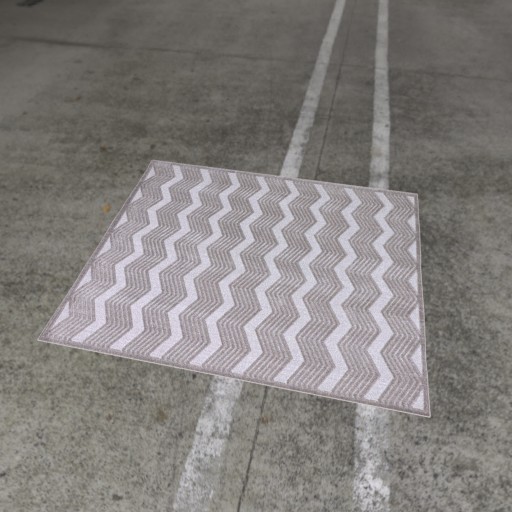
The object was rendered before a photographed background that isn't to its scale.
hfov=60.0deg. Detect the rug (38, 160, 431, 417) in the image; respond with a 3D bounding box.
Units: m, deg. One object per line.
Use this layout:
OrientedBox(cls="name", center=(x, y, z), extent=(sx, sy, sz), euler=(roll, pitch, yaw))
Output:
OrientedBox(cls="rug", center=(0.000, 0.000, 3.945), extent=(2.880, 0.005, 2.391), euler=(9, 48, 8))
